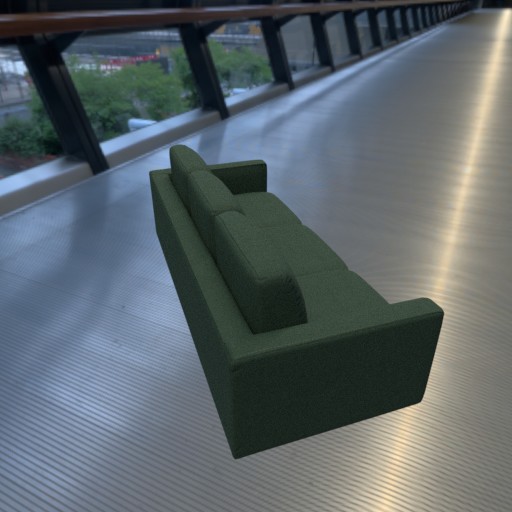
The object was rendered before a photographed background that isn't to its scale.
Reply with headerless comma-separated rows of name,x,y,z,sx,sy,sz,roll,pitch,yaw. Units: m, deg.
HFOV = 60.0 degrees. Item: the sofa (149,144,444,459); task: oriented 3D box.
sofa,0.000,0.000,2.482,0.879,0.899,2.029,-10,31,-17
